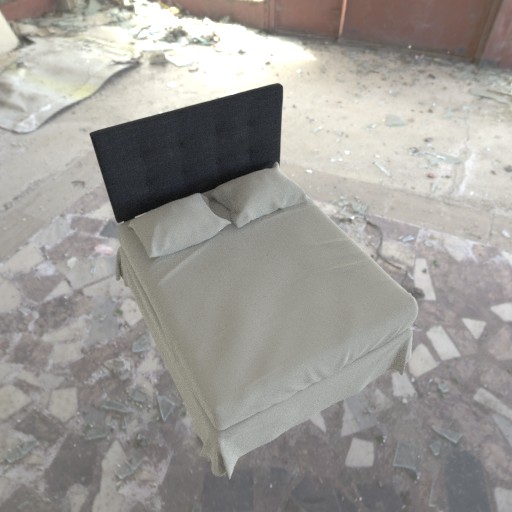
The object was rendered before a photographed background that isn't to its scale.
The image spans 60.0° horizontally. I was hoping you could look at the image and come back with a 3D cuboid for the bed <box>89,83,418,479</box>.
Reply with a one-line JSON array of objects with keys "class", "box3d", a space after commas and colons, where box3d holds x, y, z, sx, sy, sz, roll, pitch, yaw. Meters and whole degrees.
[{"class": "bed", "box3d": [0.000, 0.000, 3.433, 1.936, 1.577, 2.222, -22, 50, -20]}]
